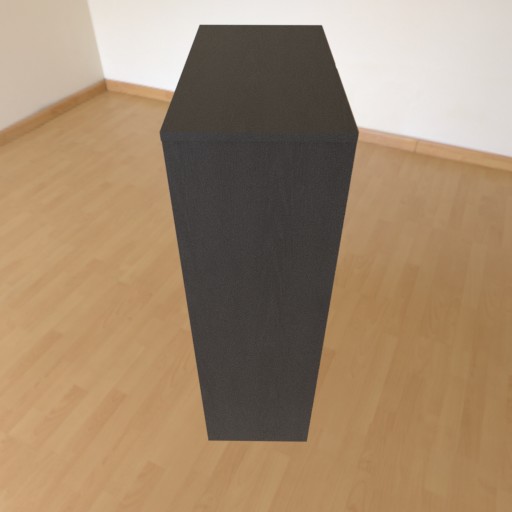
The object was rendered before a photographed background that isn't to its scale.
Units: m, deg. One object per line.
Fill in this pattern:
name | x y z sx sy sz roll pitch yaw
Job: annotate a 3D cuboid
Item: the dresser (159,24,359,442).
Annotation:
dresser | 0.000 0.000 1.504 0.399 1.255 0.704 0 42 1
